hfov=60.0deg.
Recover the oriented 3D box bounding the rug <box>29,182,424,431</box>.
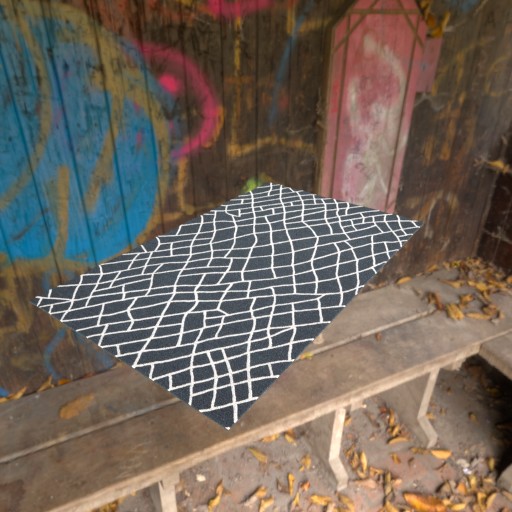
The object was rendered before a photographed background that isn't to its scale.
[{"bbox_3d":[0.000,0.000,3.075,1.529,0.017,2.448,20,36,31],"label":"rug"}]
